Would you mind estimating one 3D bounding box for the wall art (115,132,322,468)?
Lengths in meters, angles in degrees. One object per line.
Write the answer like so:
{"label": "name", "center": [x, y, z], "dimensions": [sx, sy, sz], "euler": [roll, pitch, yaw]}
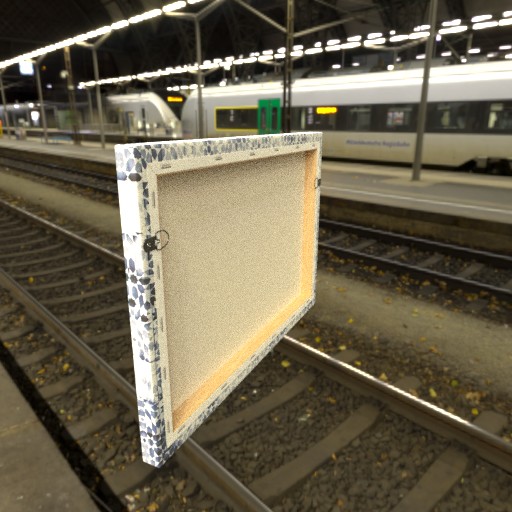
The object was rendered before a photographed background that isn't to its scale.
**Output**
{"label": "wall art", "center": [0.000, 0.000, 0.778], "dimensions": [0.030, 0.406, 0.608], "euler": [8, 19, 25]}
